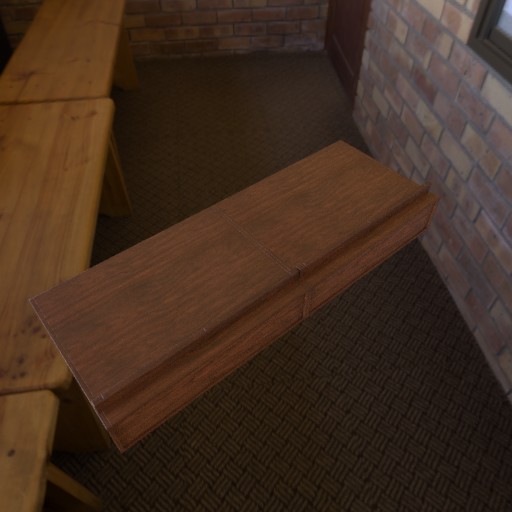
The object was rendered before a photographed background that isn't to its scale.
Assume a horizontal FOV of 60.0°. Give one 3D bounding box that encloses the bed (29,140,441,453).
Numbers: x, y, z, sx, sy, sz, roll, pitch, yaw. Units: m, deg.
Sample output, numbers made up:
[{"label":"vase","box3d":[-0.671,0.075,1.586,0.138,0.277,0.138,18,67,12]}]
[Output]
[{"label":"bed","box3d":[0.000,0.000,2.337,2.057,0.326,0.787,-31,54,-26]}]
